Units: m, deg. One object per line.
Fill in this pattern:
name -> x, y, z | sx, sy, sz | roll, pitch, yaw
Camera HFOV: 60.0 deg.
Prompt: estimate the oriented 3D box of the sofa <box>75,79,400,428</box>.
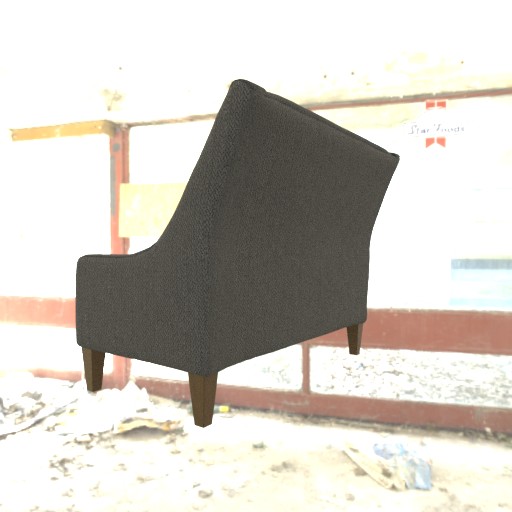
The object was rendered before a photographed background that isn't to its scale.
sofa -> 0.000, 0.000, 1.940 | 0.873, 1.022, 1.242 | 1, 1, 36
